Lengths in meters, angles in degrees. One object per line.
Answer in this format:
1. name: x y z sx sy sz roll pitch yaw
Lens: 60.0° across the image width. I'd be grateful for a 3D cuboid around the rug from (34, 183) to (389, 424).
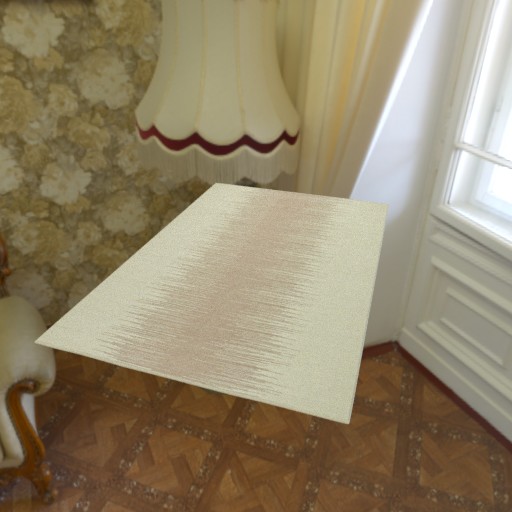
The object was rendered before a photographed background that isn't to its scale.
1. rug: 0.000 0.000 2.332 1.234 0.006 1.850 9 31 16
